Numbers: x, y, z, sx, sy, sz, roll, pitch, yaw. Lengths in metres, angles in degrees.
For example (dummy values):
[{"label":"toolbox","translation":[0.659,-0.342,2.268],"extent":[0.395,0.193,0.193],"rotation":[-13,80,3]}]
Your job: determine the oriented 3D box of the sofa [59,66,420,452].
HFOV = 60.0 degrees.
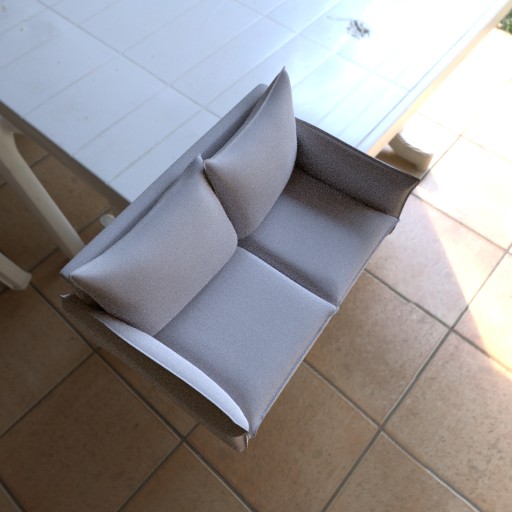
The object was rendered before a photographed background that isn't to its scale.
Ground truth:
[{"label":"sofa","translation":[0.000,0.000,1.856],"extent":[0.820,0.840,1.300],"rotation":[32,65,17]}]
